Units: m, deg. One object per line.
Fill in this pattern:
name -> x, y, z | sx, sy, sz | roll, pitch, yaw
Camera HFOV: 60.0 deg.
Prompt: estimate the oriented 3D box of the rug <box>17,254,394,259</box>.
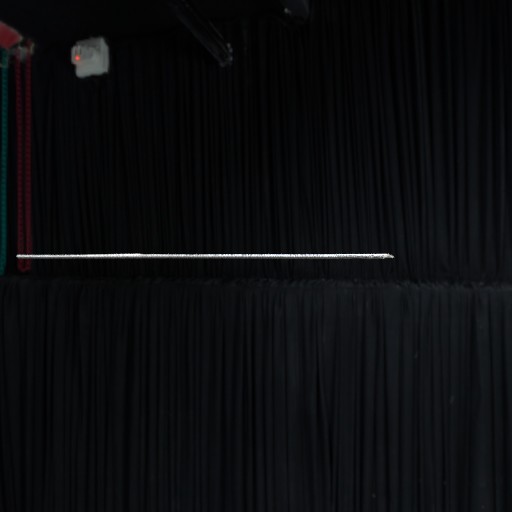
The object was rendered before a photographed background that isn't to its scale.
rug -> 0.000, 0.000, 4.930 | 2.873, 0.053, 3.778 | 0, 0, 18
